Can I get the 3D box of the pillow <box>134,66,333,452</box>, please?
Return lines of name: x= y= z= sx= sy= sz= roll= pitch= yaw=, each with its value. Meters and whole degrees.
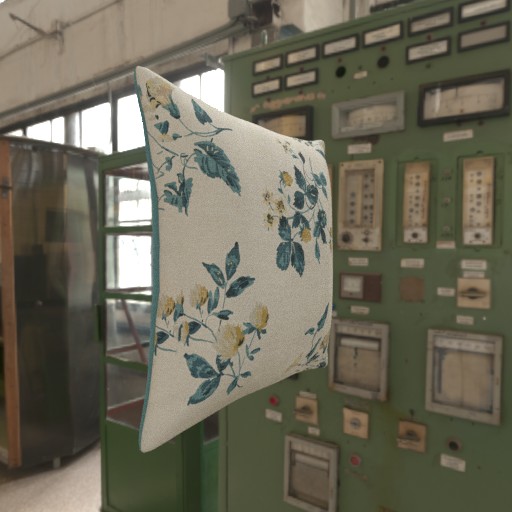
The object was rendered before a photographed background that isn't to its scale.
pillow: x=0.000 y=0.000 z=0.787 sx=0.166 sy=0.507 sz=0.526 roll=1 pitch=2 yaw=36
